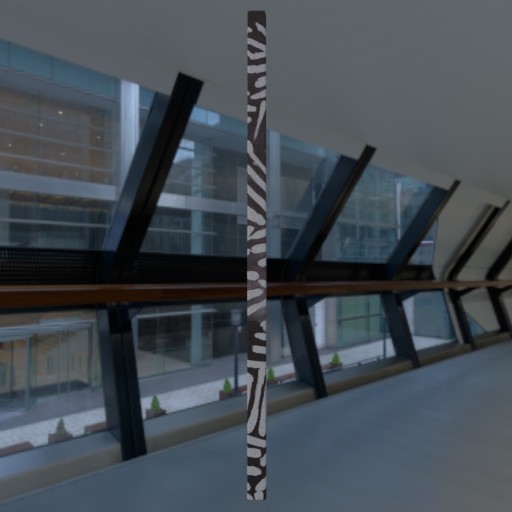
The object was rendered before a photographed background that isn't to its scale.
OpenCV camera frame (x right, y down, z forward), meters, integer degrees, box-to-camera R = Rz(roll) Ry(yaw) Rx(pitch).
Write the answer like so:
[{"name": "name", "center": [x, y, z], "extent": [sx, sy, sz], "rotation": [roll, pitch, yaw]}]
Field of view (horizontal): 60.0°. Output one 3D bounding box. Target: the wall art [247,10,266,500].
[{"name": "wall art", "center": [0.000, 0.000, 1.135], "extent": [0.035, 0.918, 0.615], "rotation": [0, -1, 0]}]
